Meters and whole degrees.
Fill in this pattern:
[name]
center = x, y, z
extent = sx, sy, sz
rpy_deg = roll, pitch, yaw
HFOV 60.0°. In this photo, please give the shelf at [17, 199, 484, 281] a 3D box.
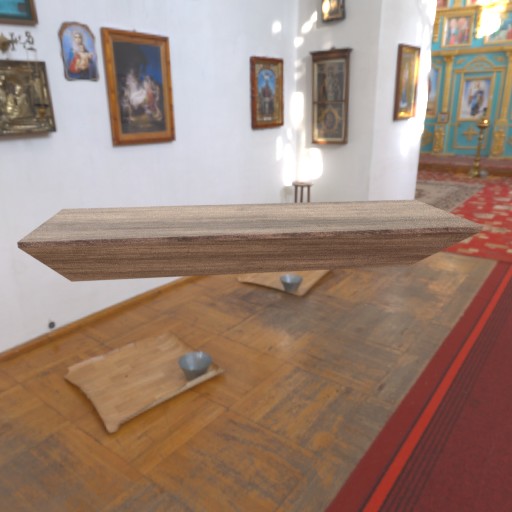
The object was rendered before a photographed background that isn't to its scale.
[shelf]
center = 0.000, 0.000, 0.688
extent = 0.610, 0.125, 0.200
rpy_deg = -2, 18, -7
